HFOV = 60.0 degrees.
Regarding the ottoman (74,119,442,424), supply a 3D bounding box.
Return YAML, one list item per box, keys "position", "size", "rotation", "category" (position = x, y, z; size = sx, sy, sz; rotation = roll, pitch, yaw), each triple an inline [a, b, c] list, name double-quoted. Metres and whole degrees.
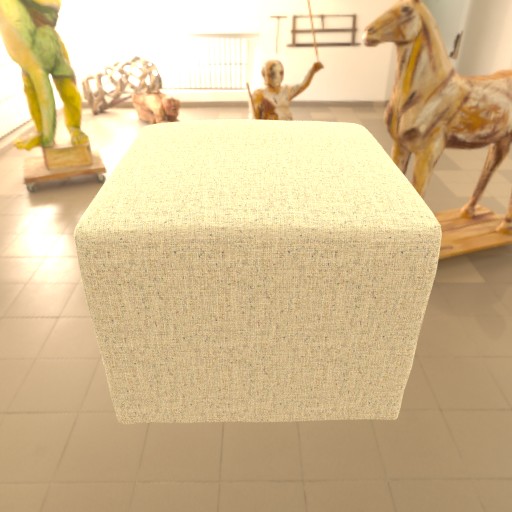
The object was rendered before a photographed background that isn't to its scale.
- position: [0.000, 0.000, 0.900]
  size: [0.512, 0.453, 0.521]
  rotation: [-1, 32, -1]
  category: "ottoman"
